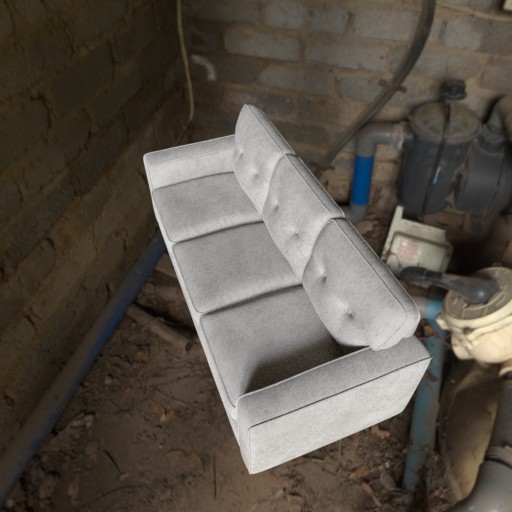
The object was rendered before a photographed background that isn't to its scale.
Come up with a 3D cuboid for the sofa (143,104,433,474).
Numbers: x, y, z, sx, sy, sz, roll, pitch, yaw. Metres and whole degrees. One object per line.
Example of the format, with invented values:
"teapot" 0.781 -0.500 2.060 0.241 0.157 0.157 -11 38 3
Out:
"sofa" 0.000 0.000 2.708 0.939 0.965 2.133 -16 49 -15
